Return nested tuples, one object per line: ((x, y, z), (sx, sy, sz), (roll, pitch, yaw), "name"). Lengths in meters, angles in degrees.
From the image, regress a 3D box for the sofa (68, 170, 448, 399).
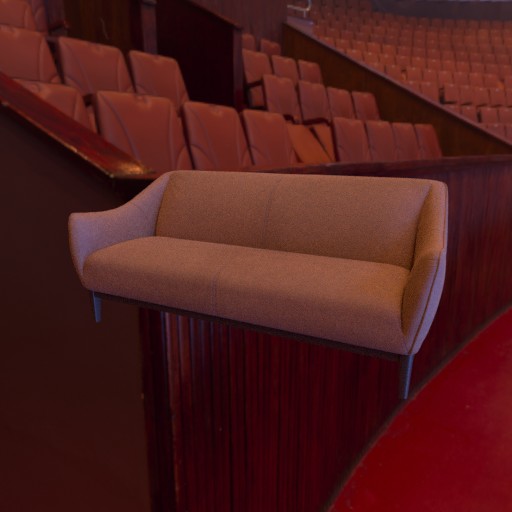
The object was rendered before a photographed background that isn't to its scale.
((0.000, 0.000, 2.401), (1.928, 0.830, 0.869), (7, 16, 26), "sofa")
